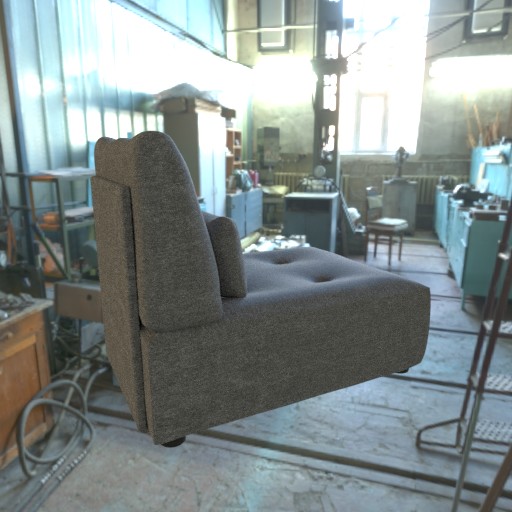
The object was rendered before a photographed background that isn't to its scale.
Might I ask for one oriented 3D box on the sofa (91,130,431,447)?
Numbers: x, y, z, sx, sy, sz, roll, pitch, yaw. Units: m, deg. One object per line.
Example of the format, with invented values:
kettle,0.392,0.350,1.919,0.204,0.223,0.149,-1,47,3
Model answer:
sofa,0.000,0.000,1.568,1.000,0.820,0.700,-7,15,-26
